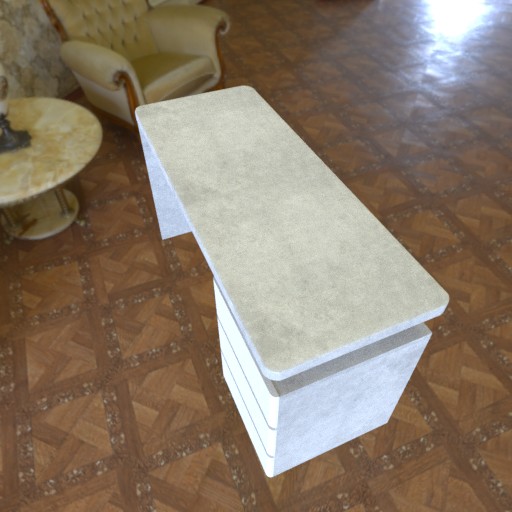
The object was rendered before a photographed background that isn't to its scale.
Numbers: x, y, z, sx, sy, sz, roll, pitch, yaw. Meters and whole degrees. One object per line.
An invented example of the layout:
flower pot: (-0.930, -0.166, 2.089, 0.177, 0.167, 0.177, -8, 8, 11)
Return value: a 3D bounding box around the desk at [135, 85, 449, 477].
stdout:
desk: (0.000, 0.000, 1.817, 0.550, 0.755, 1.400, -18, 49, -16)
